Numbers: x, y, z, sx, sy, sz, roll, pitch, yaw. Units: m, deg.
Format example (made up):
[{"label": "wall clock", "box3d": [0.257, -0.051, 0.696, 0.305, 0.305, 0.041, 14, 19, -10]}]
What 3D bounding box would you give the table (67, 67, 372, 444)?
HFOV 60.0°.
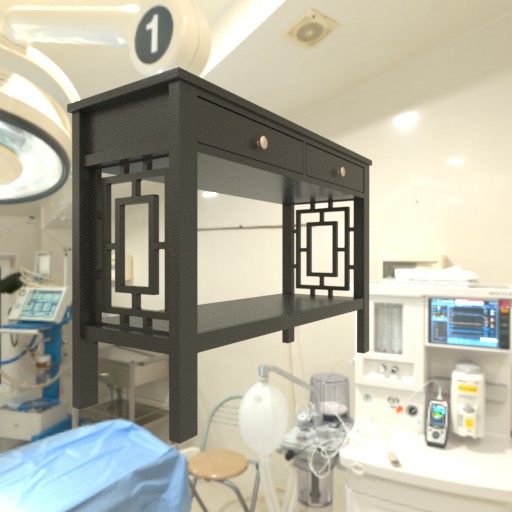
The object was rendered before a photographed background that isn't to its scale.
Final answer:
[{"label": "table", "box3d": [0.000, 0.000, 1.423, 0.397, 0.753, 1.068, 0, 0, 35]}]
